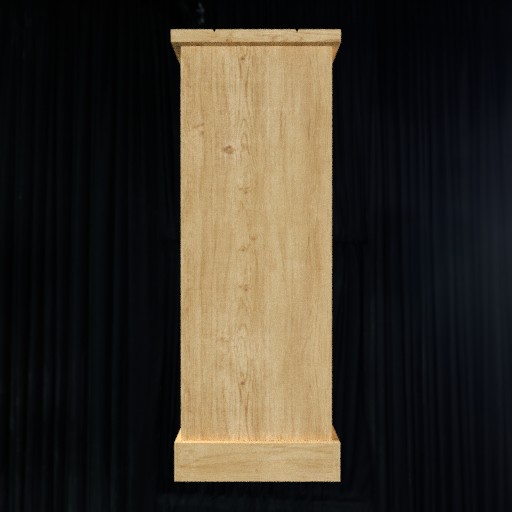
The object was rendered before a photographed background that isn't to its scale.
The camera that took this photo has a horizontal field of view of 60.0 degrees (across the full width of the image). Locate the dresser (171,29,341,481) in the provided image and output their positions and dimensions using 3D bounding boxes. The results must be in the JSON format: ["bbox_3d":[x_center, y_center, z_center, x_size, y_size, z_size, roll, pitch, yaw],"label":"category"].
[{"bbox_3d":[0.000,0.000,1.284,0.390,1.041,0.531,0,0,0],"label":"dresser"}]
